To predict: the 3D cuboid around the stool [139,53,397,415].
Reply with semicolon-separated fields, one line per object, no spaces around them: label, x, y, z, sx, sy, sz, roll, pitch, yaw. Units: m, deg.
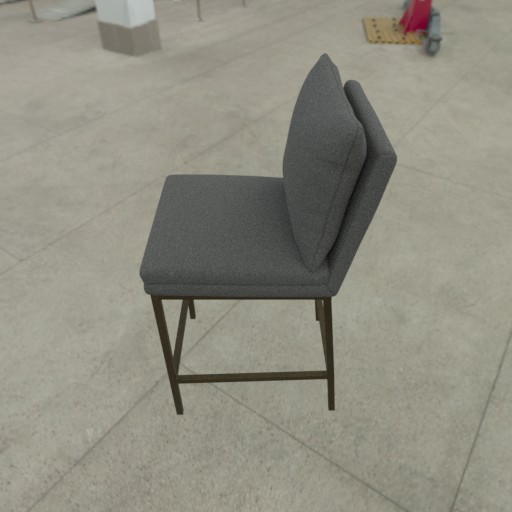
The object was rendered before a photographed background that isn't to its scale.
stool;0.000;0.000;1.328;0.569;1.030;0.463;0;41;0
